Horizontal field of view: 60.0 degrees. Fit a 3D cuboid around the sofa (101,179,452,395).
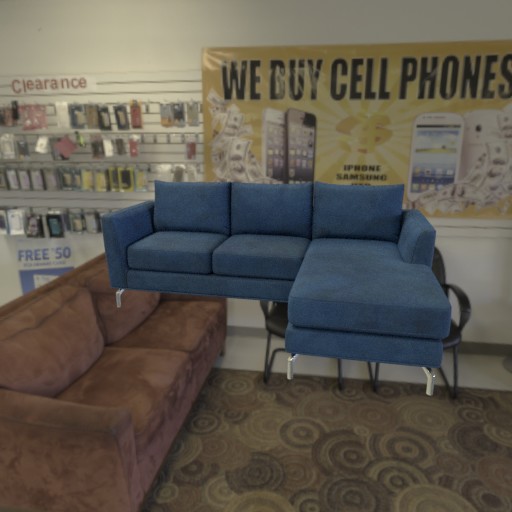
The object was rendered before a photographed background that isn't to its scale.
[{"bbox_3d":[0.000,0.000,3.242,2.438,0.987,1.622,3,16,12],"label":"sofa"}]
